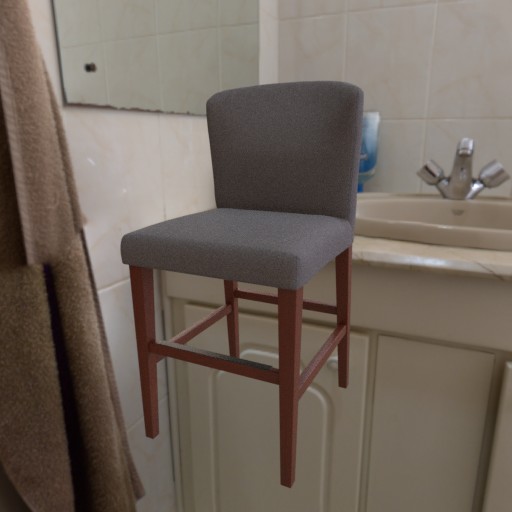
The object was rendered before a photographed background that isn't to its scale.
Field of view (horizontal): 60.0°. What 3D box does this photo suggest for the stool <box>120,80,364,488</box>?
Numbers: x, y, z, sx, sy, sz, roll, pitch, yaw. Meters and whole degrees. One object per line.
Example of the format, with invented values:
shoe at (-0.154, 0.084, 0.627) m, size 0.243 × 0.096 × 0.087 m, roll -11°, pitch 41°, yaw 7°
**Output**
stool at (0.000, 0.000, 1.240) m, size 0.481 × 0.968 × 0.568 m, roll 7°, pitch 16°, yaw 25°
